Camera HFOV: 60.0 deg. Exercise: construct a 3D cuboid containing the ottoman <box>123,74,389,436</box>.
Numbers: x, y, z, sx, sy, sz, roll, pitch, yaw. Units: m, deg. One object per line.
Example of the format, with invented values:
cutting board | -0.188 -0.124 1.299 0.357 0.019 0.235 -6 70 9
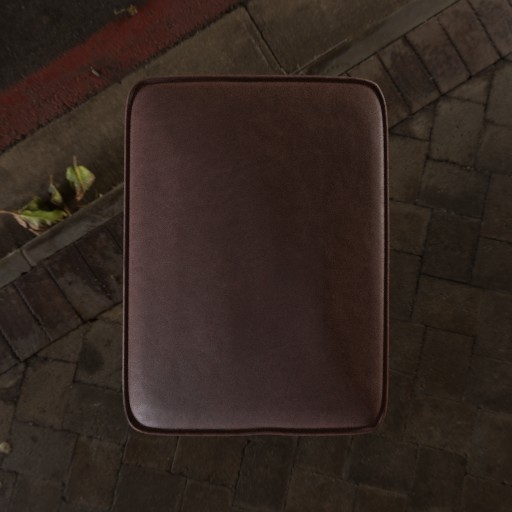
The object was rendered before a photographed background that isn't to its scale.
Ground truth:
ottoman | 0.000 0.000 1.090 0.548 0.449 0.749 0 89 0
